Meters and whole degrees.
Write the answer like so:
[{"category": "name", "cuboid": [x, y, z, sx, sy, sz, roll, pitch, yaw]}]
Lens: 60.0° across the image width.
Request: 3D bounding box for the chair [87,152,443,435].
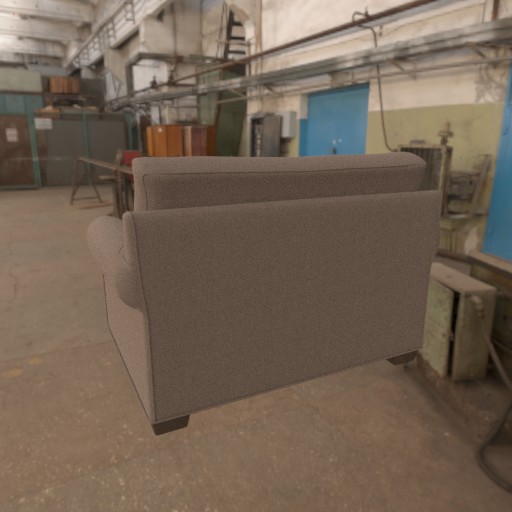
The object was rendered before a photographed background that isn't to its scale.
[{"category": "chair", "cuboid": [0.000, 0.000, 2.029, 1.390, 0.930, 0.930, -7, 17, -26]}]
